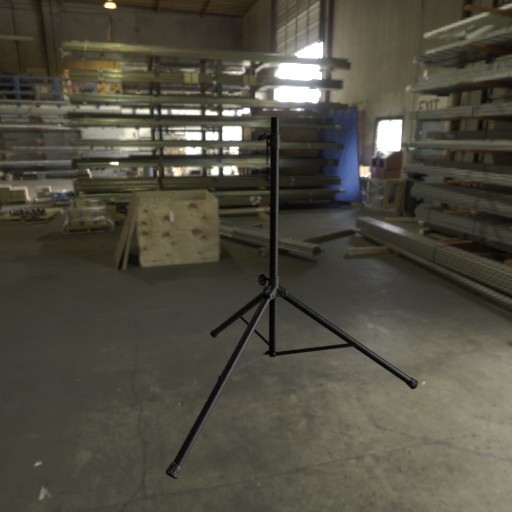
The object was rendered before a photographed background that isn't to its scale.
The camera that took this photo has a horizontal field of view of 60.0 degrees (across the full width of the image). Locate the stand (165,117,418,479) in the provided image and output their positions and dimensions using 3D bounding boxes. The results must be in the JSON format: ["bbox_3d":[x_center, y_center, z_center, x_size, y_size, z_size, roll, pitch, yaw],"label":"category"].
[{"bbox_3d":[0.000,0.000,2.695,1.596,1.595,1.339,-8,17,-27],"label":"stand"}]
